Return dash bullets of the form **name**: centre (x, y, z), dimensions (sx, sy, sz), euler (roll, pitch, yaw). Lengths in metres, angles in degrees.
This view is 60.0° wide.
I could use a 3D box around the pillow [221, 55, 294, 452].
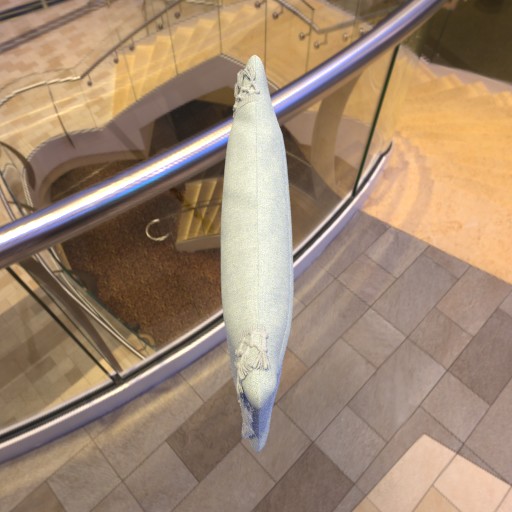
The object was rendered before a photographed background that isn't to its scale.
- **pillow**: centre (0.000, 0.000, 0.606), dimensions (0.084, 0.305, 0.466), euler (0, 59, 0)
